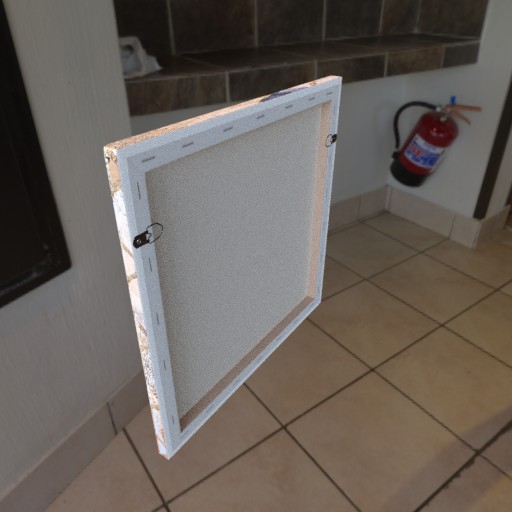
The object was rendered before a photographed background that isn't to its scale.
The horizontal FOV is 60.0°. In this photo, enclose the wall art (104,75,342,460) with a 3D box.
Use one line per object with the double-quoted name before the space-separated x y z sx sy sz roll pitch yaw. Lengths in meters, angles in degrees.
"wall art" 0.000 0.000 1.356 0.039 0.914 0.912 20 37 30
